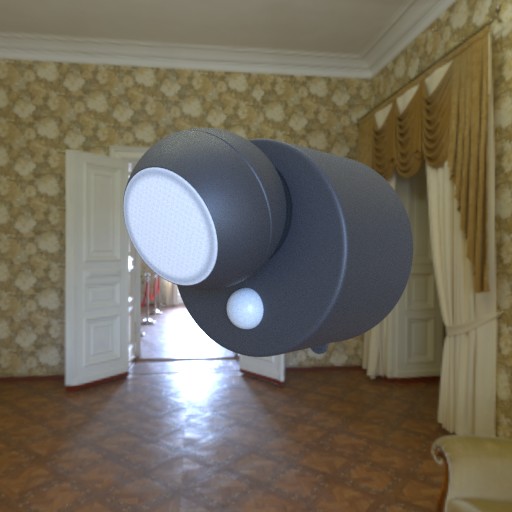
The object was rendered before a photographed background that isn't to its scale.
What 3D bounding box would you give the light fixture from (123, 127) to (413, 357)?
[{"bbox_3d":[0.000,0.000,0.259,0.134,0.143,0.160,0,0,36],"label":"light fixture"}]
